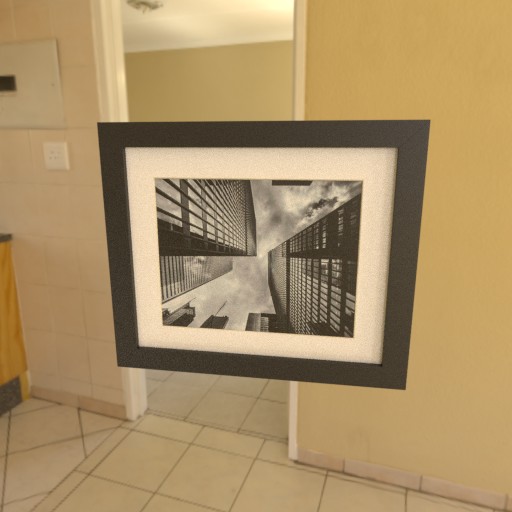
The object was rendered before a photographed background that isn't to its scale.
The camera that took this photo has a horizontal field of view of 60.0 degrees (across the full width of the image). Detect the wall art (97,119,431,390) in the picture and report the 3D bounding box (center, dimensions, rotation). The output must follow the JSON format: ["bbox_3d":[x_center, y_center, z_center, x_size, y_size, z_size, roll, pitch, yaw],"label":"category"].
[{"bbox_3d":[0.000,0.000,0.553,0.381,0.321,0.028,2,14,9],"label":"wall art"}]
